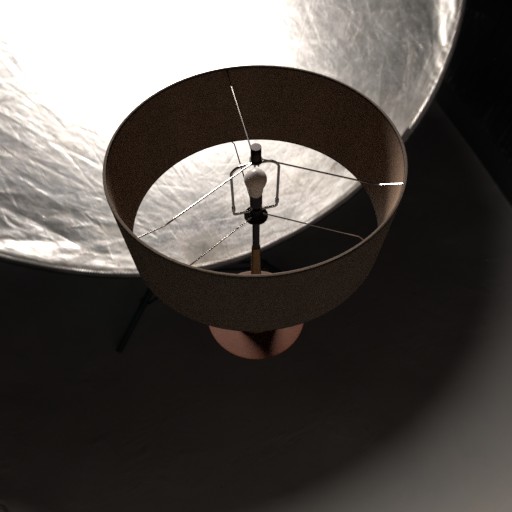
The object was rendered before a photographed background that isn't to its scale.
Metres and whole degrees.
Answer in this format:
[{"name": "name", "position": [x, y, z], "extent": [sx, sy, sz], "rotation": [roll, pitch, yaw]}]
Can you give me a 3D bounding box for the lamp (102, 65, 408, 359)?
[{"name": "lamp", "position": [0.000, 0.000, 0.835], "extent": [0.417, 0.551, 0.396], "rotation": [-13, 58, -8]}]
